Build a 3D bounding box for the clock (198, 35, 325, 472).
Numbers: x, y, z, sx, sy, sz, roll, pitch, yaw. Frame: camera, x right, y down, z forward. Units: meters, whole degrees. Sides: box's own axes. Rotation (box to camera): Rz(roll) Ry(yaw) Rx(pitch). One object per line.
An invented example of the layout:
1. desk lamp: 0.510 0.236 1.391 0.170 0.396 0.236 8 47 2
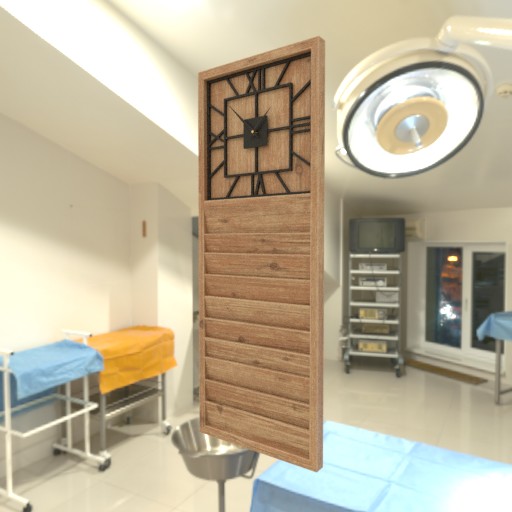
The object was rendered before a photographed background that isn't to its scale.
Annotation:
1. clock: 0.000 0.000 1.095 0.361 0.965 0.030 1 2 36
